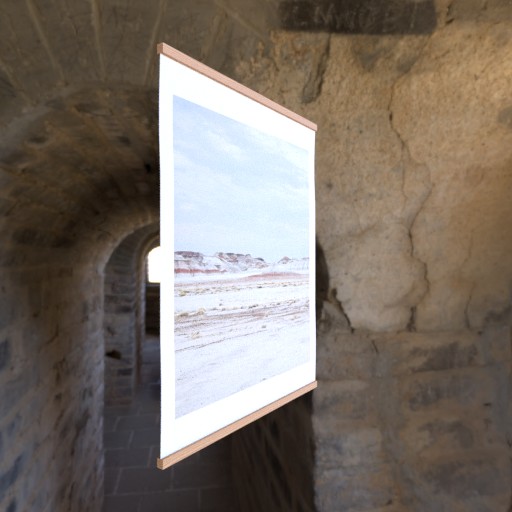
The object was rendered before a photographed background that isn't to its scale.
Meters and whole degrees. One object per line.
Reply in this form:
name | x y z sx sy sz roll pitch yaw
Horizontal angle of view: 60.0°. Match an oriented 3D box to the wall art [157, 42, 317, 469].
wall art | 0.000 0.000 0.695 0.010 0.507 0.404 0 0 34
